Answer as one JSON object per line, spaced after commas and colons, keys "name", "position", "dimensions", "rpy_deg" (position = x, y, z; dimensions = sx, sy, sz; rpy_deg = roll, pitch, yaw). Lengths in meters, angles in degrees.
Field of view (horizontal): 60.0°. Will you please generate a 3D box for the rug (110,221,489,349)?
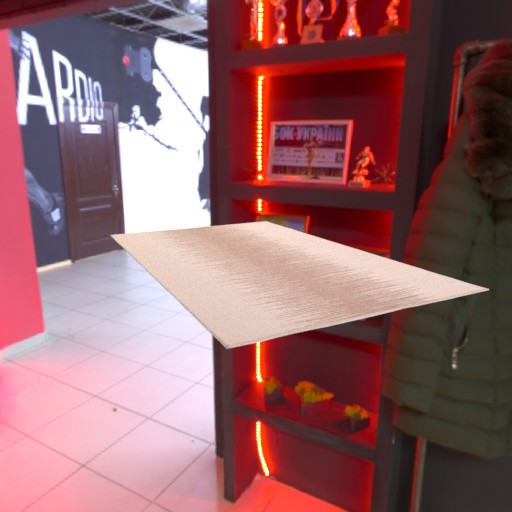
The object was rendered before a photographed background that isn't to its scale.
{"name": "rug", "position": [0.000, 0.000, 3.054], "dimensions": [1.522, 0.012, 2.440], "rpy_deg": [-7, 16, -27]}
